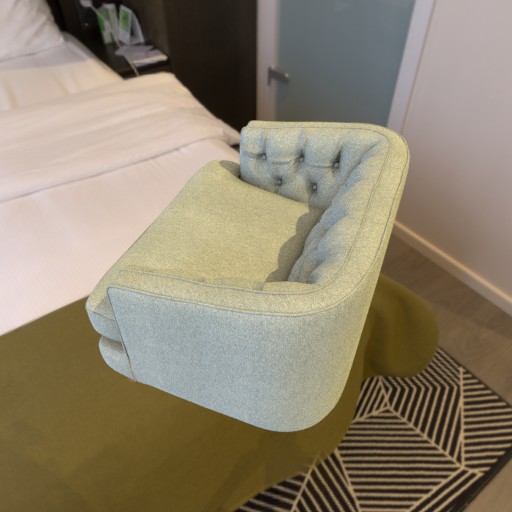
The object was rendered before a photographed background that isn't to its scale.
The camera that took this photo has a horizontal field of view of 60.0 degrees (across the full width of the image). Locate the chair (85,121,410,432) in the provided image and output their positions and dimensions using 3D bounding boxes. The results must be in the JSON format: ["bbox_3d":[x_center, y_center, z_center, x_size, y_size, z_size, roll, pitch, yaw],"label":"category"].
[{"bbox_3d":[0.000,0.000,1.766,0.945,0.852,1.094,16,47,16],"label":"chair"}]
